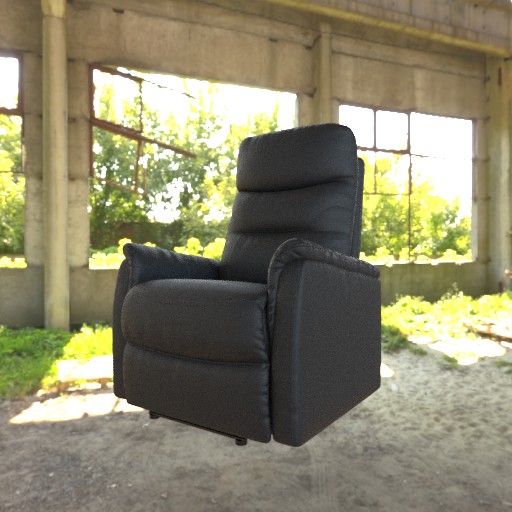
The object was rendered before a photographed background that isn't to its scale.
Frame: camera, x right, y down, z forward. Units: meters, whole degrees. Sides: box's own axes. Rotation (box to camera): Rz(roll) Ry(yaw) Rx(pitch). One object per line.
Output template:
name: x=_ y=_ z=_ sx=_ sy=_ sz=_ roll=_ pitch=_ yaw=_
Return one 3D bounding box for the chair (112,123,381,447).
chair: x=0.000 y=0.000 z=1.671 sx=0.775 sy=1.082 sz=0.831 roll=0 pitch=0 yaw=35
